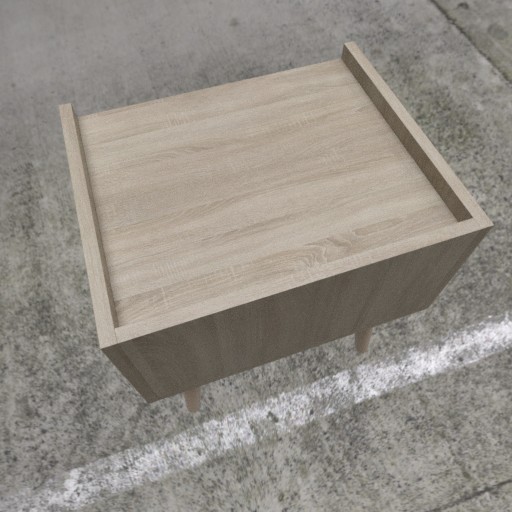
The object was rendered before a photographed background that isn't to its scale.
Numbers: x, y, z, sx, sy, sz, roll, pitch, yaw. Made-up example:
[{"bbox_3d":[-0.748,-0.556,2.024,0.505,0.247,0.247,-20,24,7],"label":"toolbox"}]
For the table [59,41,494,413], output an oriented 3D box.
[{"bbox_3d":[0.000,0.000,0.761,0.450,0.470,0.370,-17,60,-10],"label":"table"}]
